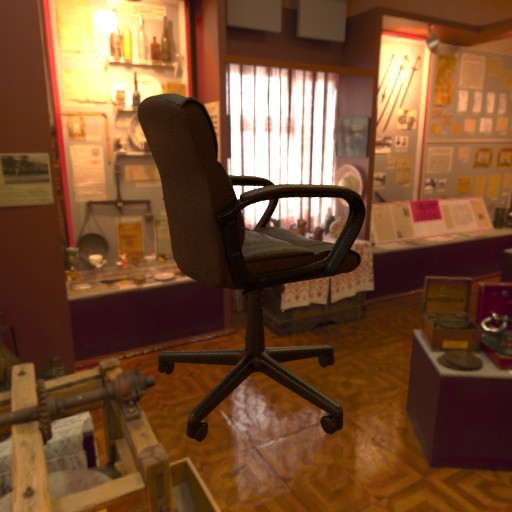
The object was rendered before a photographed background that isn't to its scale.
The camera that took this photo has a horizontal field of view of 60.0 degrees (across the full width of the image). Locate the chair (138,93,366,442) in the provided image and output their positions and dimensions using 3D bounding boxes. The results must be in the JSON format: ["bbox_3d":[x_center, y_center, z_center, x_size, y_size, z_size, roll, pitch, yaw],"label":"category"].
[{"bbox_3d":[0.000,0.000,1.513,0.717,1.004,0.739,-7,15,-27],"label":"chair"}]
